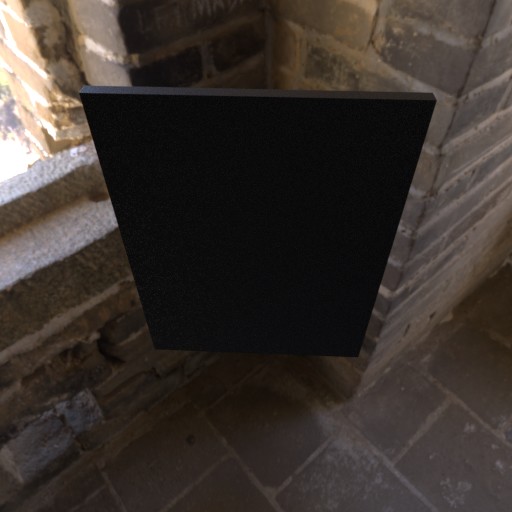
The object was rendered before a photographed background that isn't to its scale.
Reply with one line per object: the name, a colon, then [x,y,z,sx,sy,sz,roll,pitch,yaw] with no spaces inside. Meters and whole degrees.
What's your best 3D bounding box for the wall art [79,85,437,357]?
wall art: [0.000,0.000,1.389,0.806,1.062,0.038,2,46,2]
